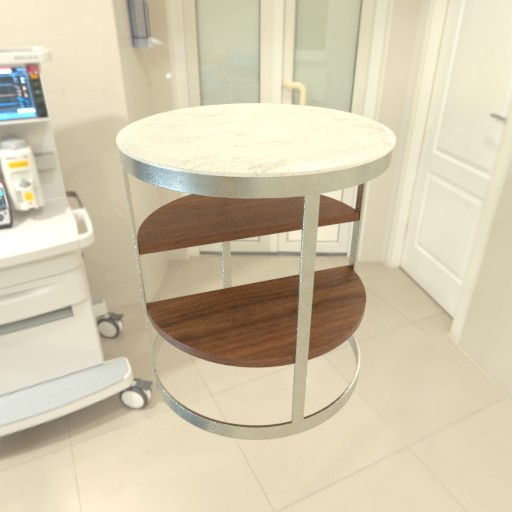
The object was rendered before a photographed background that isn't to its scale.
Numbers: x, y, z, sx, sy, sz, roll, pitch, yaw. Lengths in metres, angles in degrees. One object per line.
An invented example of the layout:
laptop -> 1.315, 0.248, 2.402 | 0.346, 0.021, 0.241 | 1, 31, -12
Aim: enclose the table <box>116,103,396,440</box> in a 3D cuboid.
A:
table -> 0.000, 0.000, 0.774 | 0.407, 0.447, 0.407 | 0, 29, 0
